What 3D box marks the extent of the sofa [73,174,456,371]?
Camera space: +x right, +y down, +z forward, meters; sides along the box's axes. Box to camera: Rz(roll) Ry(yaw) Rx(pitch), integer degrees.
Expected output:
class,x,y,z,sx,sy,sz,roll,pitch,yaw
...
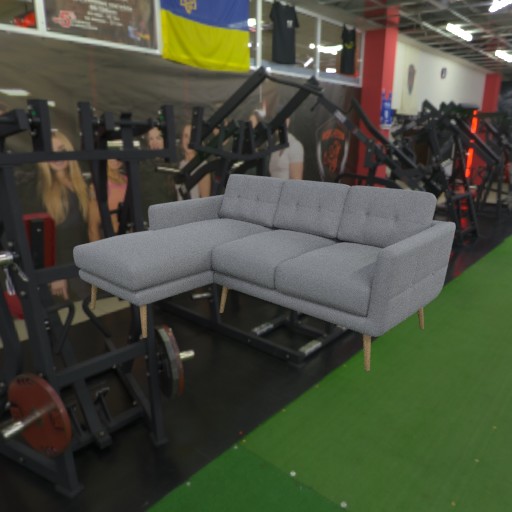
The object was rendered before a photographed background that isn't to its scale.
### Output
class,x,y,z,sx,sy,sz,roll,pitch,yaw
sofa,0.000,0.000,2.895,2.040,0.860,1.530,14,21,41
